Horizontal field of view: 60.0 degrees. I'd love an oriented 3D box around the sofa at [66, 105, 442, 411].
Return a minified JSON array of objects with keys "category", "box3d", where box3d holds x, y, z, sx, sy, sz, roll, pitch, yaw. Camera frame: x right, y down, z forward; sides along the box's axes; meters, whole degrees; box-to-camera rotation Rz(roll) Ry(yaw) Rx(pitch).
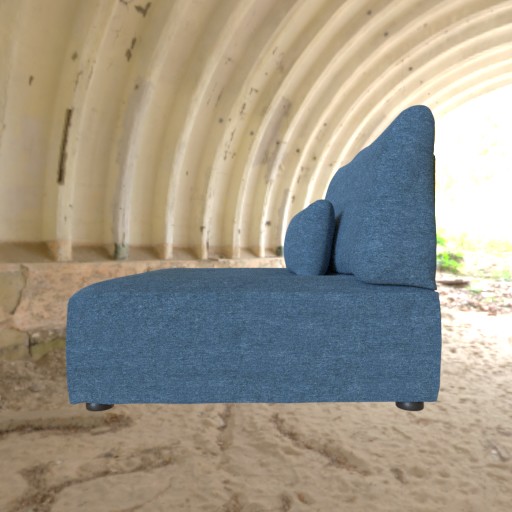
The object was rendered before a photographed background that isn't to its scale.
[{"category":"sofa","box3d":[0.000,0.000,1.613,1.000,0.820,0.930,0,0,-1]}]
